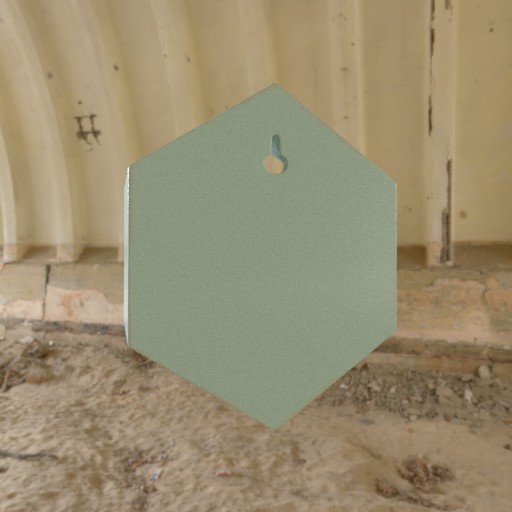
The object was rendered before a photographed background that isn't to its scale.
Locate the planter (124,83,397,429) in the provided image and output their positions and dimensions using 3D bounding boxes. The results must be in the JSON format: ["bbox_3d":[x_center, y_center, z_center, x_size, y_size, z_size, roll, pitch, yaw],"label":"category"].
[{"bbox_3d":[0.000,0.000,0.300,0.169,0.207,0.078,0,0,-18],"label":"planter"}]
